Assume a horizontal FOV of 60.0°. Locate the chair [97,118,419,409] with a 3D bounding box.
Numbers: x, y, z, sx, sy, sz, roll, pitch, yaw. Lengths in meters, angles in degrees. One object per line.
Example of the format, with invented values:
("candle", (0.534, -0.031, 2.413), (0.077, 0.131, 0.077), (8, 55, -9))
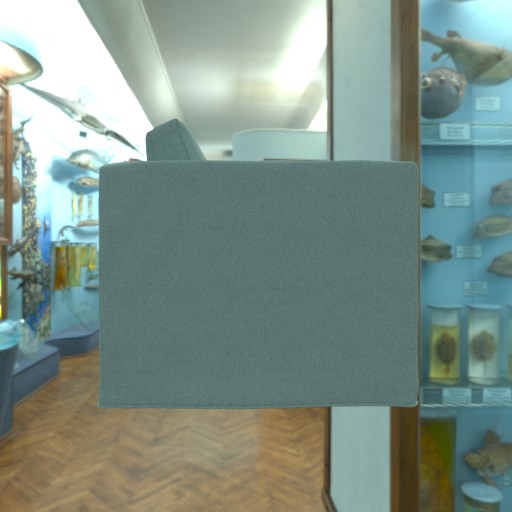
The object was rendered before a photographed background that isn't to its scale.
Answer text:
("chair", (0.000, 0.000, 1.769), (0.949, 0.863, 1.057), (0, 0, -1))
